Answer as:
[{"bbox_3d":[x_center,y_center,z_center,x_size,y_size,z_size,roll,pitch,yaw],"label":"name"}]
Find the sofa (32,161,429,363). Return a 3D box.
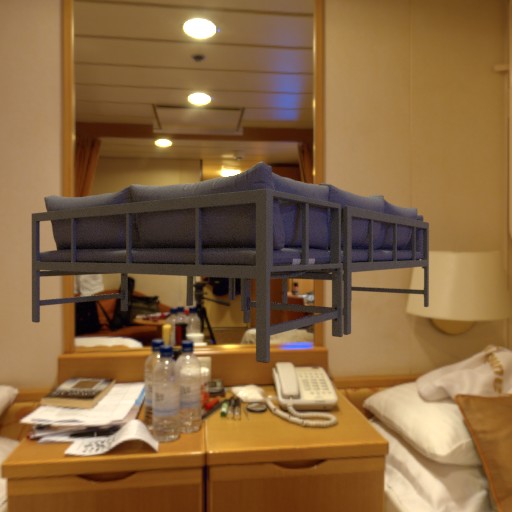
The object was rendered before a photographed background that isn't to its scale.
[{"bbox_3d":[0.000,0.000,2.951,1.658,0.762,2.149,0,0,36],"label":"sofa"}]
